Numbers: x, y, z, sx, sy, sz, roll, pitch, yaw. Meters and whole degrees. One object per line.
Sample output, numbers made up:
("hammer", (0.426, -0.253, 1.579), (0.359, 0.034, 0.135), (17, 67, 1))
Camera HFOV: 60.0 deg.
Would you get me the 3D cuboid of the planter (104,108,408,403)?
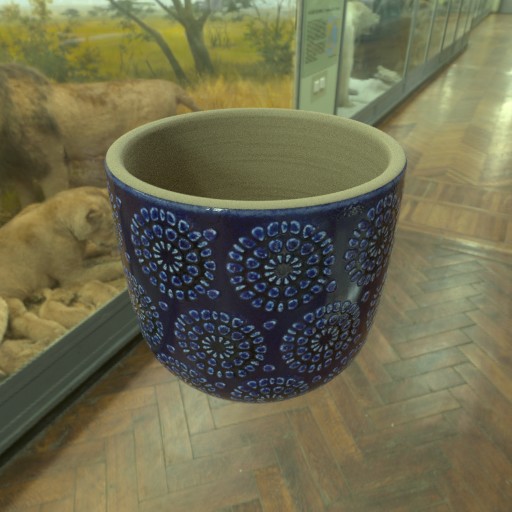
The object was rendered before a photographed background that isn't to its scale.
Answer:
("planter", (0.000, 0.000, 0.287), (0.165, 0.149, 0.165), (0, 32, 0))
